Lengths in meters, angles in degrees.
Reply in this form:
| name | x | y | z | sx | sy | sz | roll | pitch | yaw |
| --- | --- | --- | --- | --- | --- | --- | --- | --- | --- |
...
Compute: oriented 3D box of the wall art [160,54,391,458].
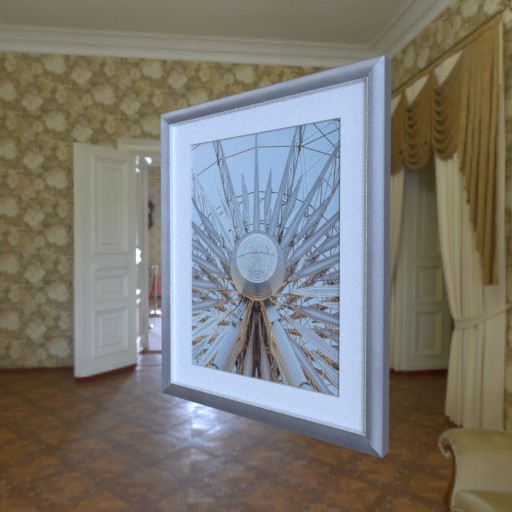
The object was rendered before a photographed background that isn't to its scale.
| name | x | y | z | sx | sy | sz | roll | pitch | yaw |
| --- | --- | --- | --- | --- | --- | --- | --- | --- | --- |
| wall art | 0.000 | 0.000 | 0.759 | 0.458 | 0.558 | 0.029 | 1 | 2 | 37 |
